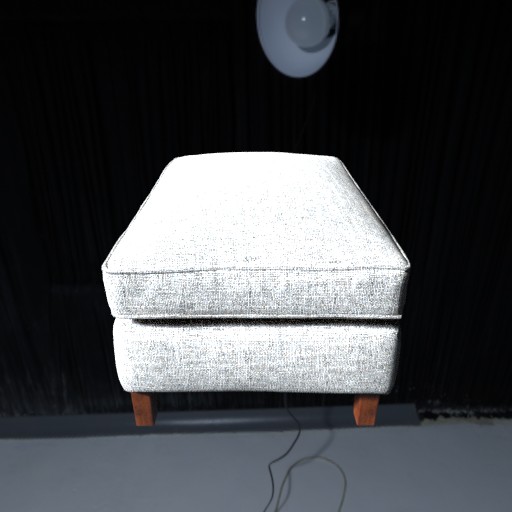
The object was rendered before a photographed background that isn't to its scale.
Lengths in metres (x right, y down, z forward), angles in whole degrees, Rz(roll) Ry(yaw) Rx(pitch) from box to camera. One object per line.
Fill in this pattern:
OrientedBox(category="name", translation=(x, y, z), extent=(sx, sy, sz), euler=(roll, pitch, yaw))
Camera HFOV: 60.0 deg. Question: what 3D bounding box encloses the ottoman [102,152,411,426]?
OrientedBox(category="ottoman", translation=(0.000, 0.000, 1.013), extent=(0.508, 0.406, 0.686), euler=(0, 26, 0))
